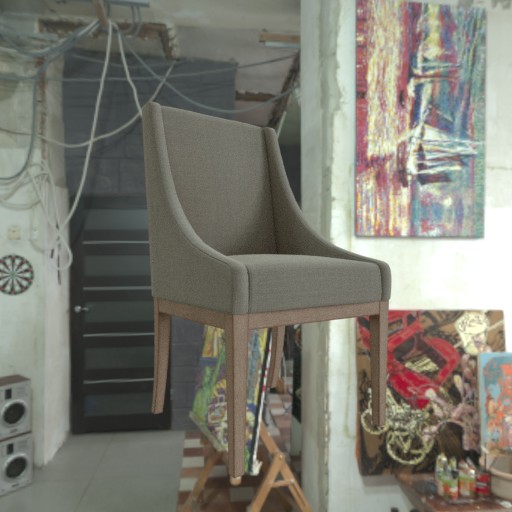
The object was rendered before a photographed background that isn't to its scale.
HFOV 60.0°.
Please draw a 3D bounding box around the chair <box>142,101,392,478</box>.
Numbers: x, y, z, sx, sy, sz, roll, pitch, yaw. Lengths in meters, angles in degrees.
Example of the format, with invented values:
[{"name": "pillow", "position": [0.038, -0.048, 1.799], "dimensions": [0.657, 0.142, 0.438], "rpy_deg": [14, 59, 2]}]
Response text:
[{"name": "chair", "position": [0.000, 0.000, 1.410], "dimensions": [0.575, 1.021, 0.611], "rpy_deg": [0, 0, -36]}]
